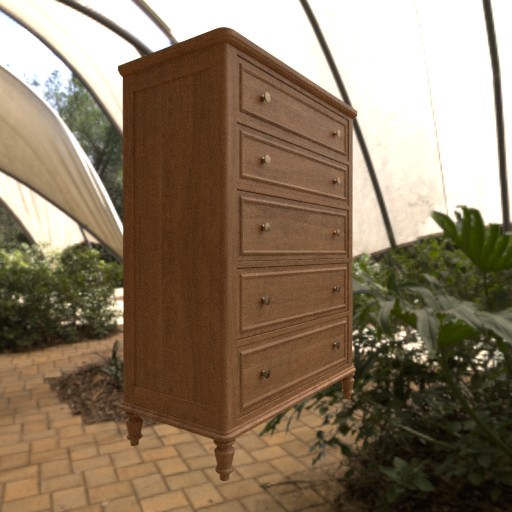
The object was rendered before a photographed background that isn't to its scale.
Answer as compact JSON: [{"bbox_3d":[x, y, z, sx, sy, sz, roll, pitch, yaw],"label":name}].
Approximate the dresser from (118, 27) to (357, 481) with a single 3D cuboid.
[{"bbox_3d":[0.000,0.000,1.794,0.484,1.318,0.973,0,1,35],"label":"dresser"}]
